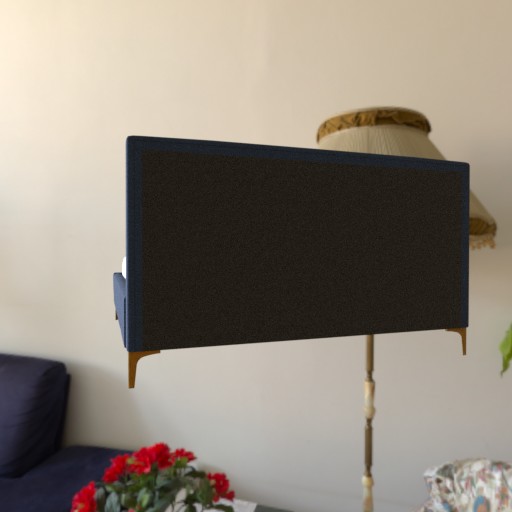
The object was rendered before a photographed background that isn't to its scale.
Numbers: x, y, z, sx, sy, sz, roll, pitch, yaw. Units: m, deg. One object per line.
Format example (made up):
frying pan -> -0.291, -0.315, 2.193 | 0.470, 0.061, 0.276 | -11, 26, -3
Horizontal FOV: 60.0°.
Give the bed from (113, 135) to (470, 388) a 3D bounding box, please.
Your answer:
bed -> 0.000, 0.000, 3.492 | 2.096, 1.231, 2.232 | 0, 1, -19
